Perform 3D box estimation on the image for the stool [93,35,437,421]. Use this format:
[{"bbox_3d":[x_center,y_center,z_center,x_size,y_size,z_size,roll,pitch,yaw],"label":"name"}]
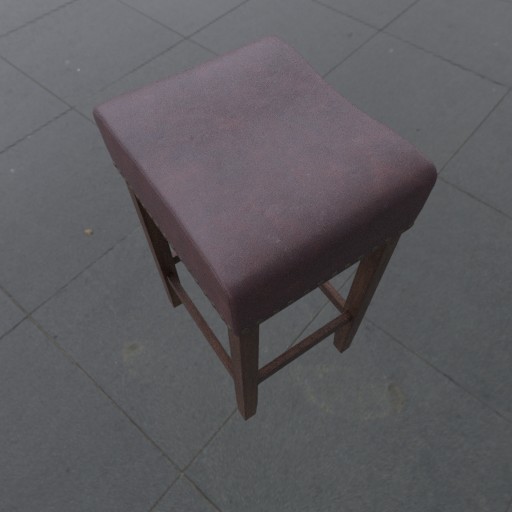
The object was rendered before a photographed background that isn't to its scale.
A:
[{"bbox_3d":[0.000,0.000,1.049,0.401,0.769,0.465,-30,62,-18],"label":"stool"}]
